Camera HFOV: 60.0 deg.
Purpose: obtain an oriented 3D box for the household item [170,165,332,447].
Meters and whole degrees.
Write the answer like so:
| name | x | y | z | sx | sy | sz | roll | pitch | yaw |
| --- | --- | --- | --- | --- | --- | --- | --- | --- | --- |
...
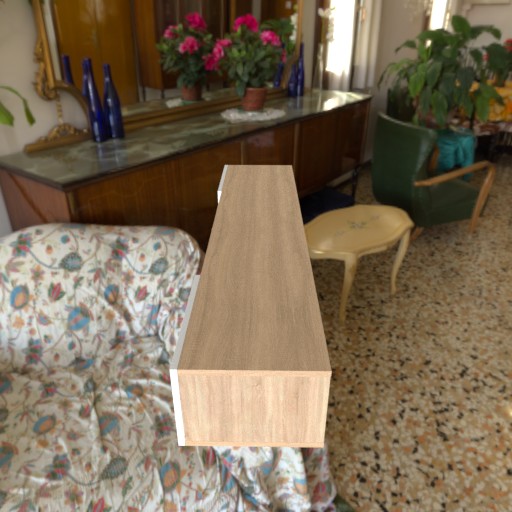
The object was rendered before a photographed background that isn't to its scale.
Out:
| name | x | y | z | sx | sy | sz | roll | pitch | yaw |
| --- | --- | --- | --- | --- | --- | --- | --- | --- | --- |
| household item | 0.000 | 0.000 | 2.037 | 0.420 | 0.310 | 1.850 | 0 | 28 | 1 |
